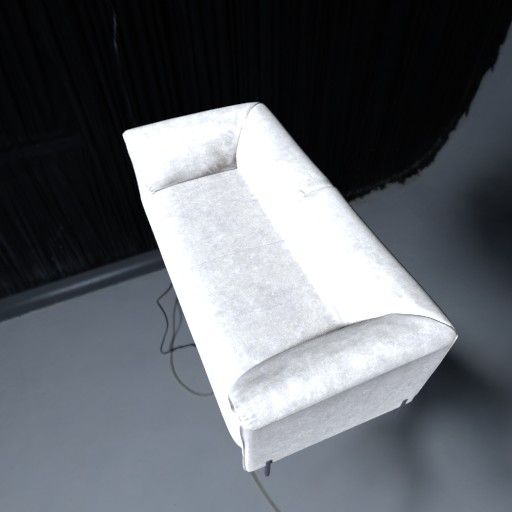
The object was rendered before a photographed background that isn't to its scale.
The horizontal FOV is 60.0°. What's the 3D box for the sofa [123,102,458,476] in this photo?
[{"bbox_3d":[0.000,0.000,2.339,0.905,0.747,1.878,-17,50,-15],"label":"sofa"}]
